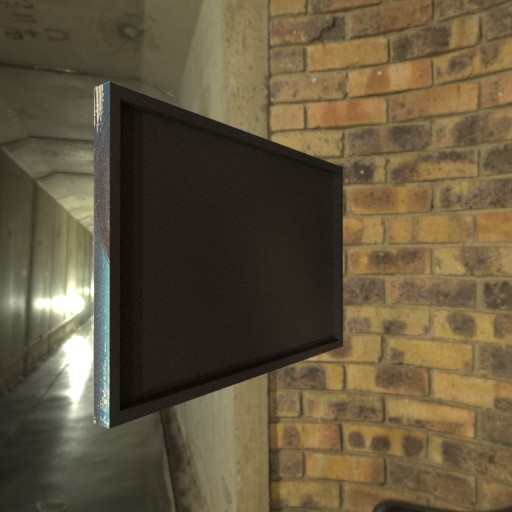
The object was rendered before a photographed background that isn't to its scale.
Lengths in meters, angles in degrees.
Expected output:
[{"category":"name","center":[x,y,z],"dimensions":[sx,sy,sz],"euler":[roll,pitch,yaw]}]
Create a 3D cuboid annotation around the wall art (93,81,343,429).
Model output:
[{"category":"wall art","center":[0.000,0.000,0.769],"dimensions":[0.033,0.406,0.609],"euler":[0,0,37]}]
